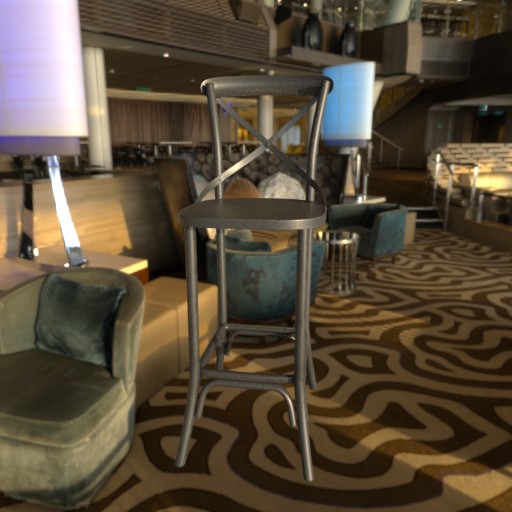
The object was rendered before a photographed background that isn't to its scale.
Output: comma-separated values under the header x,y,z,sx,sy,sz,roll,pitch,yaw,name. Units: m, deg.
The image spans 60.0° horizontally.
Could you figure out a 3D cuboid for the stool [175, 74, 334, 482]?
x,y,z,sx,sy,sz,roll,pitch,yaw,name
0.000,0.000,1.431,0.457,1.168,0.584,2,14,9,stool
